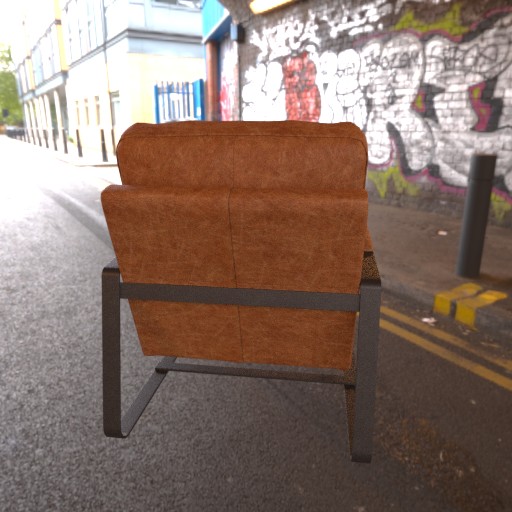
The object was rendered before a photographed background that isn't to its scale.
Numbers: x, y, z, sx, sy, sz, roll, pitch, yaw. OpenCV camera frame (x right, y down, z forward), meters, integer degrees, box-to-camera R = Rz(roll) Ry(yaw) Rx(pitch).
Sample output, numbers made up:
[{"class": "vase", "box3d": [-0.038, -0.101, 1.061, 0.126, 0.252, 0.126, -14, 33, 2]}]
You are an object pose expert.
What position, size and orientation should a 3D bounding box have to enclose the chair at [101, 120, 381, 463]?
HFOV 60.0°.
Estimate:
[{"class": "chair", "box3d": [0.000, 0.000, 1.333, 0.651, 0.777, 0.801, 2, 17, 8]}]
